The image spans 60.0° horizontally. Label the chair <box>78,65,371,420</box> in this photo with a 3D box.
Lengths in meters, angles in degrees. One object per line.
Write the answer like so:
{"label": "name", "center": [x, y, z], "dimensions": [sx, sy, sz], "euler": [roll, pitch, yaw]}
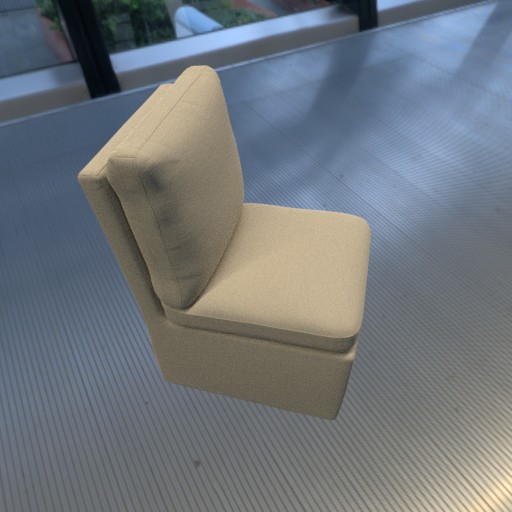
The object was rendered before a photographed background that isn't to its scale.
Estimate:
{"label": "chair", "center": [0.000, 0.000, 1.339], "dimensions": [0.698, 0.927, 0.503], "euler": [10, 46, 10]}
